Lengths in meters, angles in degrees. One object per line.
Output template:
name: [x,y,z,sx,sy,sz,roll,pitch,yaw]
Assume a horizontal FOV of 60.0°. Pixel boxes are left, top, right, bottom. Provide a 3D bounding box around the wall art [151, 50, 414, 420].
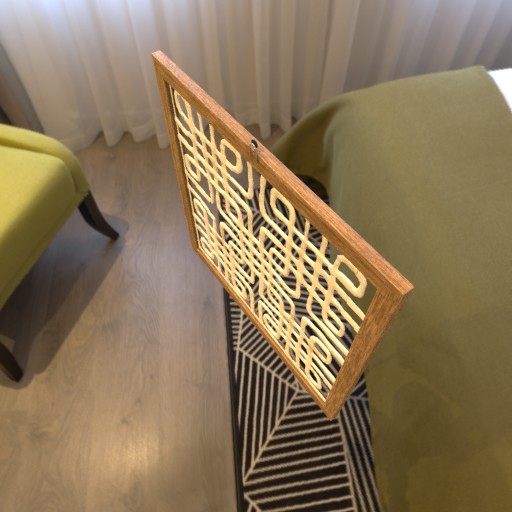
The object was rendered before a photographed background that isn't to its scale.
wall art: [0.000,0.000,0.832,0.021,0.582,0.561,-32,62,-19]
